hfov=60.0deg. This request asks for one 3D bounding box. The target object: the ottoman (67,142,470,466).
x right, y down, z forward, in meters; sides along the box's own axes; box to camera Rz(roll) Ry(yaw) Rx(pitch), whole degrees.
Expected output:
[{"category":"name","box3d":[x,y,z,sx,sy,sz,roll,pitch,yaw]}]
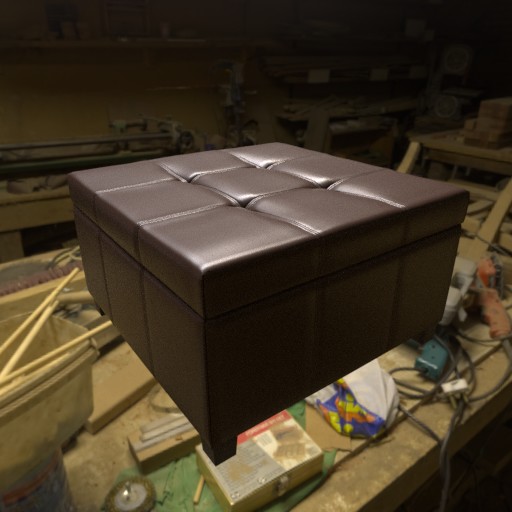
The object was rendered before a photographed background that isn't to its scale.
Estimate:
[{"category":"ottoman","box3d":[0.000,0.000,1.273,0.787,0.460,0.788,-17,30,-32]}]
